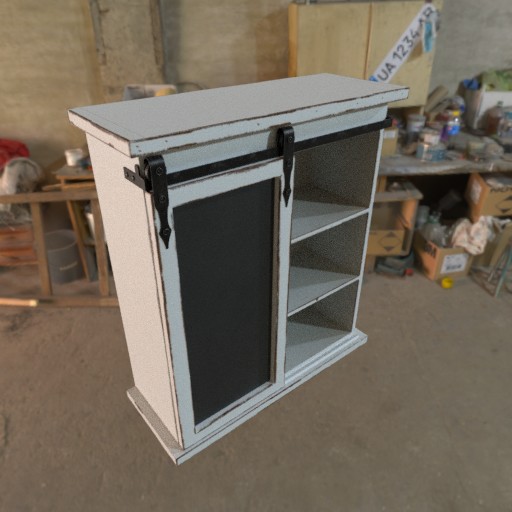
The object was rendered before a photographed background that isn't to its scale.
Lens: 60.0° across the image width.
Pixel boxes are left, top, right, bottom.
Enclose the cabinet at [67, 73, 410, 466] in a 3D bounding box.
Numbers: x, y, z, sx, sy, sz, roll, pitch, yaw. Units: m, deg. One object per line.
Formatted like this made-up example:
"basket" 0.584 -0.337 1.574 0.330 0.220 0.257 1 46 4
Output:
"cabinet" 0.000 0.000 0.876 0.541 0.603 0.210 -22 37 -32
